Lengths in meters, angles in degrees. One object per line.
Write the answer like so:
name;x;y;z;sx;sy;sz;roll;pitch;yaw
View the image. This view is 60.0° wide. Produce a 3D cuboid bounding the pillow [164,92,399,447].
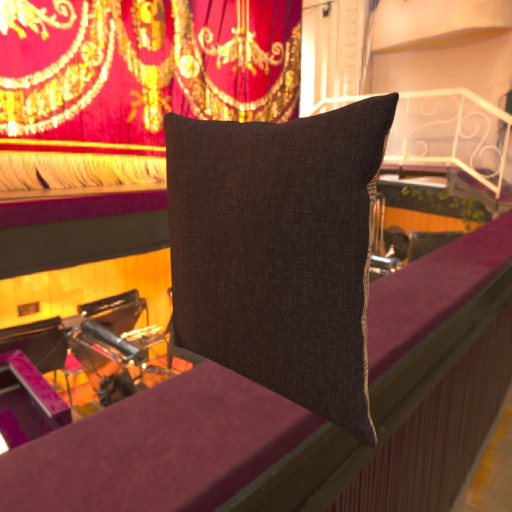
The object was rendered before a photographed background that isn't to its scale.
pillow;0.000;0.000;0.784;0.510;0.510;0.145;13;19;43
